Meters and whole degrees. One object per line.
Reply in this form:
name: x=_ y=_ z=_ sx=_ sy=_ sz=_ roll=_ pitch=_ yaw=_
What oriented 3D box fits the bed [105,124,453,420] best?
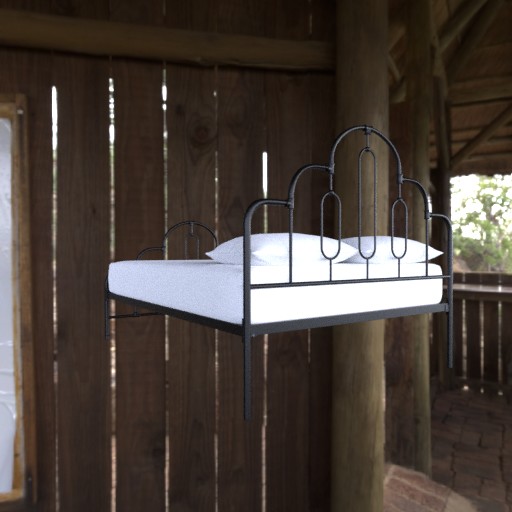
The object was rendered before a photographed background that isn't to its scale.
bed: x=0.000 y=0.000 z=3.315 sx=1.626 sy=1.444 sz=2.181 roll=0 pitch=0 yaw=-35
